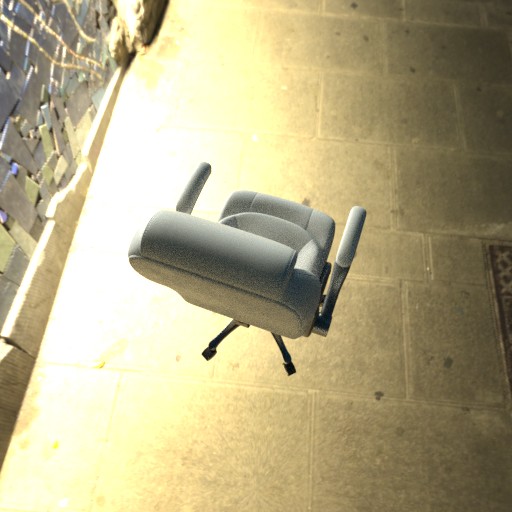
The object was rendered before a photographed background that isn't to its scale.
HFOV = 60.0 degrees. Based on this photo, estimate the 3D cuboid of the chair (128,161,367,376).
[{"bbox_3d":[0.000,0.000,1.850,0.755,1.330,0.806,18,64,9],"label":"chair"}]
